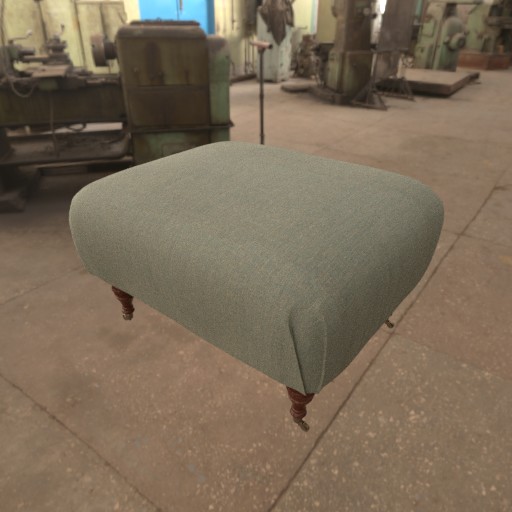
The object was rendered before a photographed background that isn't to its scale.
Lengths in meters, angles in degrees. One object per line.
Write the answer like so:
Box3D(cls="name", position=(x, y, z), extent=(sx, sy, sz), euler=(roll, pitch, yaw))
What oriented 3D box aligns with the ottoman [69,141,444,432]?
Box3D(cls="ottoman", position=(0.000, 0.000, 1.126), extent=(0.747, 0.450, 0.622), euler=(22, 36, 33))
